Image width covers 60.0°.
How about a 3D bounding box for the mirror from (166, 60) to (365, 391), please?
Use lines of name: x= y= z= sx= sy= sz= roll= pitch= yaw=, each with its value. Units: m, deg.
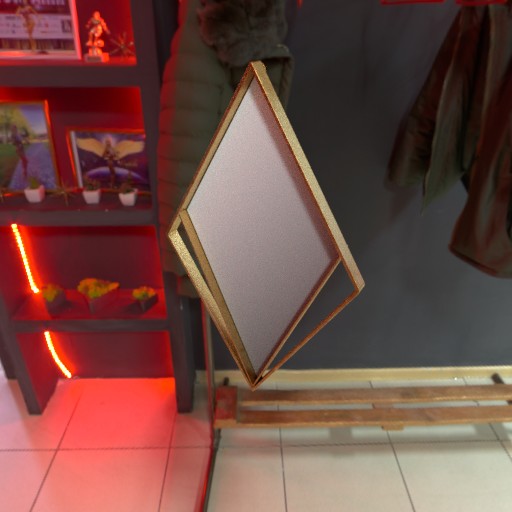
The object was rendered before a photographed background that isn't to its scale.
mirror: x=0.000 y=0.000 z=0.840 sx=0.419 sy=0.679 sz=0.032 roll=16 pitch=33 yaw=27
